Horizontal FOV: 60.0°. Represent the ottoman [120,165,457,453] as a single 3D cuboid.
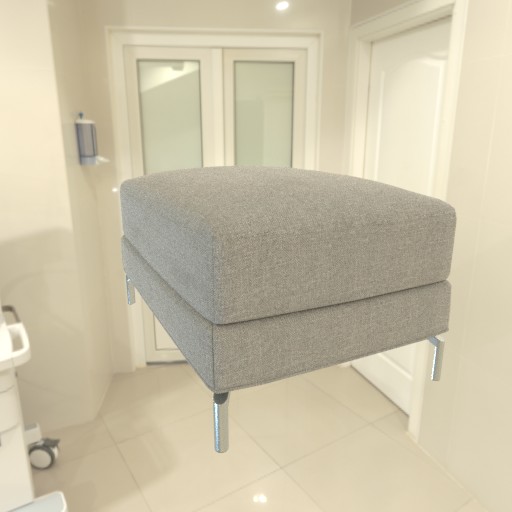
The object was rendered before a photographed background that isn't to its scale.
[{"bbox_3d":[0.000,0.000,1.190,0.584,0.457,0.838,-8,17,-25],"label":"ottoman"}]
